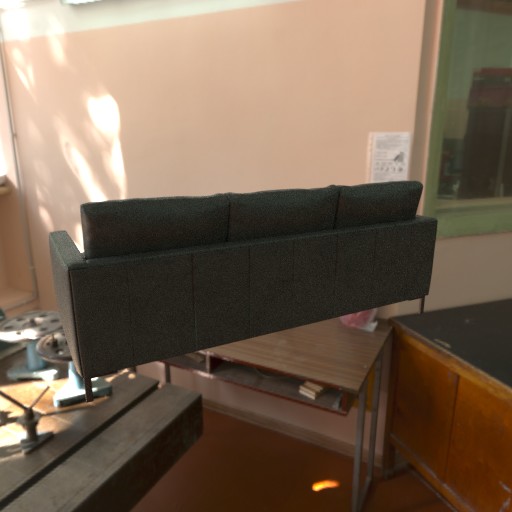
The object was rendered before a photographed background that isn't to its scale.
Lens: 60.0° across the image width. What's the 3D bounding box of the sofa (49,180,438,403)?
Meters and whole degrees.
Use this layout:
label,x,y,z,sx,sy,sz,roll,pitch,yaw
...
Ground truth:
label,x,y,z,sx,sy,sz,roll,pitch,yaw
sofa,0.000,0.000,2.441,2.029,0.805,0.748,-8,17,-28
